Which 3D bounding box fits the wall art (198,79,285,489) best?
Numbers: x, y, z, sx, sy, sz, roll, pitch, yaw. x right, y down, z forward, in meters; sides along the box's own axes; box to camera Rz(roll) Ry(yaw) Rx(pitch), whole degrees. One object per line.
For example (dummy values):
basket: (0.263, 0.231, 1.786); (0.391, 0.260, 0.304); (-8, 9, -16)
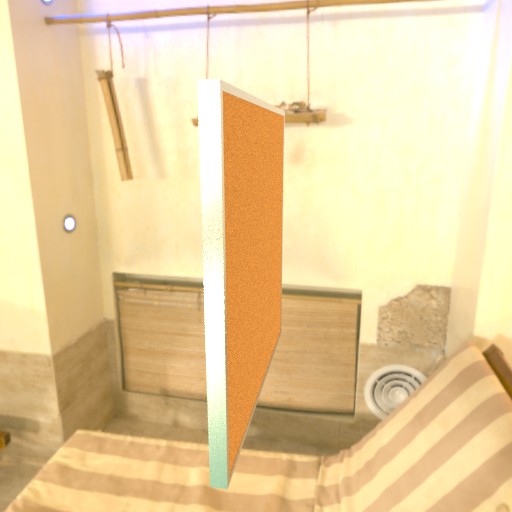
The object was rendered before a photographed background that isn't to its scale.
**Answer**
wall art: (0.000, 0.000, 1.217); (0.038, 0.806, 0.806); (3, 15, 11)
